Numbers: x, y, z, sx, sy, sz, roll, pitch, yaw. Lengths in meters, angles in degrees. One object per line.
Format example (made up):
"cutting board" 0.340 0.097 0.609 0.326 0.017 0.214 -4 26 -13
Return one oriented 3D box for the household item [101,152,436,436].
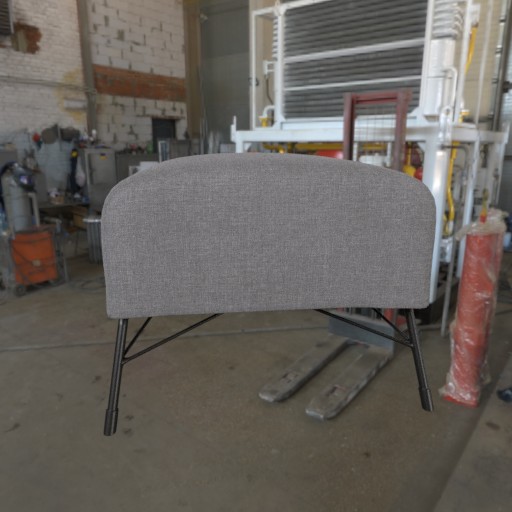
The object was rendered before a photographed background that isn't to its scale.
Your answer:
"household item" 0.000 0.000 0.901 0.530 0.410 0.530 -2 14 -7
